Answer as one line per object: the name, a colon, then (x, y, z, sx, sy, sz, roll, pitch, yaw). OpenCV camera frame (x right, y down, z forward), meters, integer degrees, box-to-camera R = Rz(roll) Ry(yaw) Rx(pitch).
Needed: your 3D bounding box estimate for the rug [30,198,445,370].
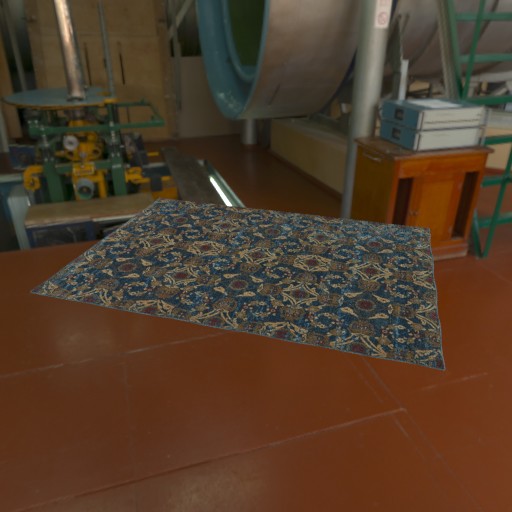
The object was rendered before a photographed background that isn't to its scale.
rug: (0.000, 0.000, 4.311, 3.291, 0.013, 2.337, 8, 29, 15)
